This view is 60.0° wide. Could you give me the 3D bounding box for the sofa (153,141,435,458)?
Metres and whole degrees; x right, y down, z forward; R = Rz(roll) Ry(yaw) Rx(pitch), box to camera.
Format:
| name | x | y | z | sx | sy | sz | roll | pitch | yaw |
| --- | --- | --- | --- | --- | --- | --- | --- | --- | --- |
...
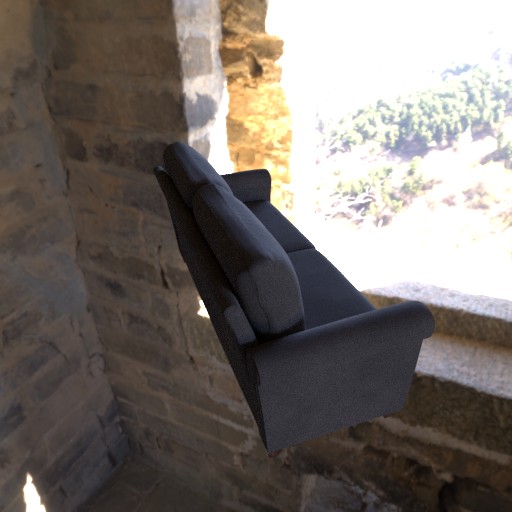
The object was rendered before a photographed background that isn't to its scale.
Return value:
| name | x | y | z | sx | sy | sz | roll | pitch | yaw |
| --- | --- | --- | --- | --- | --- | --- | --- | --- | --- |
| sofa | 0.000 | 0.000 | 2.495 | 0.842 | 0.942 | 1.935 | -10 | 32 | -17 |
